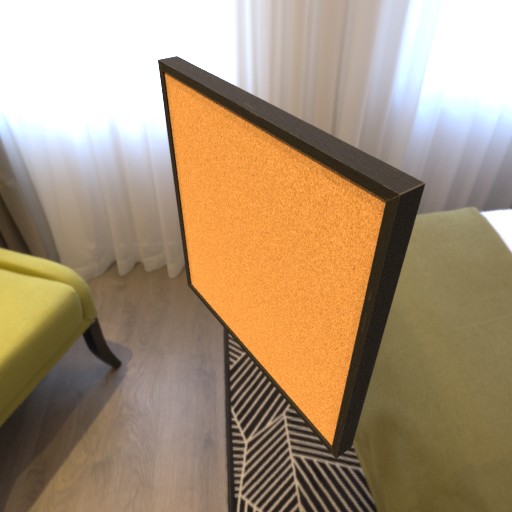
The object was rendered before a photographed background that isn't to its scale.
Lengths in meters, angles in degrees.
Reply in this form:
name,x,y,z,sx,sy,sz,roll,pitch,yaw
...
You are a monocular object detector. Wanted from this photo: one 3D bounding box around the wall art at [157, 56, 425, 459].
name,x,y,z,sx,sy,sz,roll,pitch,yaw
wall art,0.000,0.000,0.732,0.036,0.506,0.506,-24,46,-26
